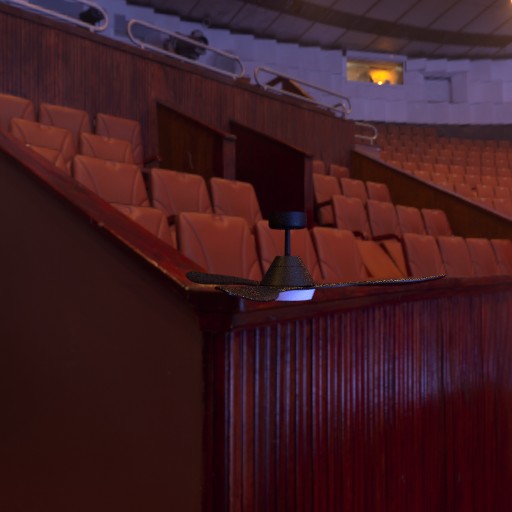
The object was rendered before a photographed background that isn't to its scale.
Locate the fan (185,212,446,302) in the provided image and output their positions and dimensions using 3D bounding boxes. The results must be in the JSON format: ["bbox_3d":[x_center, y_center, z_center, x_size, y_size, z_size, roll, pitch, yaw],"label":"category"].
[{"bbox_3d":[0.000,0.000,1.607,1.067,0.305,1.067,0,0,36],"label":"fan"}]
